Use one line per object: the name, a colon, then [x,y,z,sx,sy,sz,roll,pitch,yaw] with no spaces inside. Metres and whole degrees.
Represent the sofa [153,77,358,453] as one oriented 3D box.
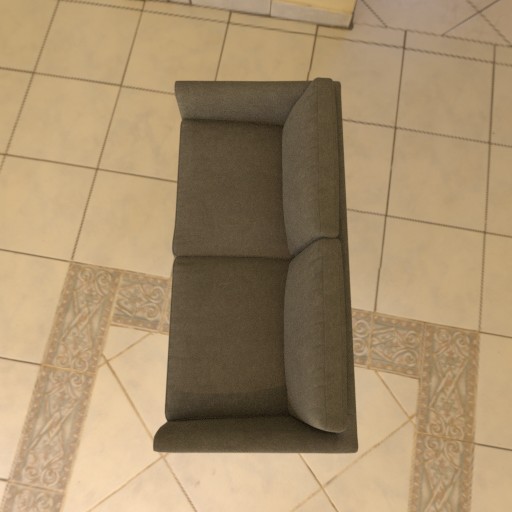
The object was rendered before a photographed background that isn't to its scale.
sofa: [0.000,0.000,2.800,1.092,0.838,2.257,0,76,0]
